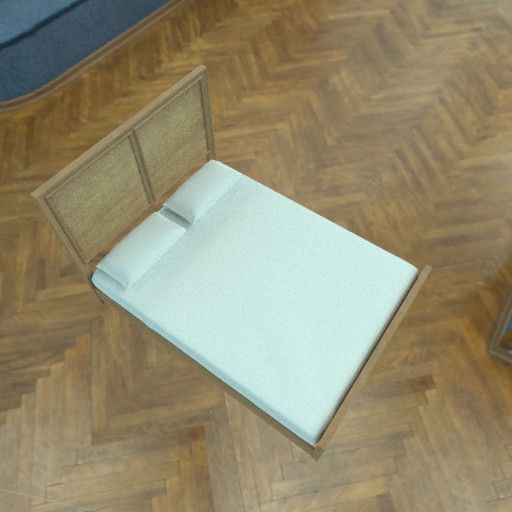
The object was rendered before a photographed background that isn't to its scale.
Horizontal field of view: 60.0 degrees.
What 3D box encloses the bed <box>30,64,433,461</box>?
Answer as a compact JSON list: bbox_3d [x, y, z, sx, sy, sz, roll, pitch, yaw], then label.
[{"bbox_3d":[0.000,0.000,3.244,2.184,1.387,1.606,31,62,19],"label":"bed"}]
